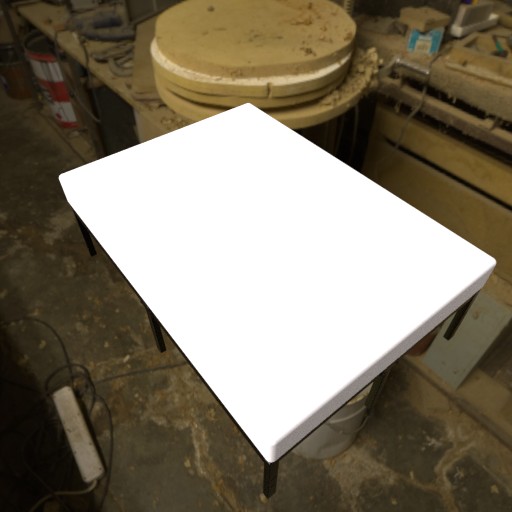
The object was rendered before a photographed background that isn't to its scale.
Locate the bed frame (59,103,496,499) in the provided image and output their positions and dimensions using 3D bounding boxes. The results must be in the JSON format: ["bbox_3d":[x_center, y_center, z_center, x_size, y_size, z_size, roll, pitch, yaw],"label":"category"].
[{"bbox_3d":[0.000,0.000,2.569,1.408,0.659,1.956,-30,53,-25],"label":"bed frame"}]
